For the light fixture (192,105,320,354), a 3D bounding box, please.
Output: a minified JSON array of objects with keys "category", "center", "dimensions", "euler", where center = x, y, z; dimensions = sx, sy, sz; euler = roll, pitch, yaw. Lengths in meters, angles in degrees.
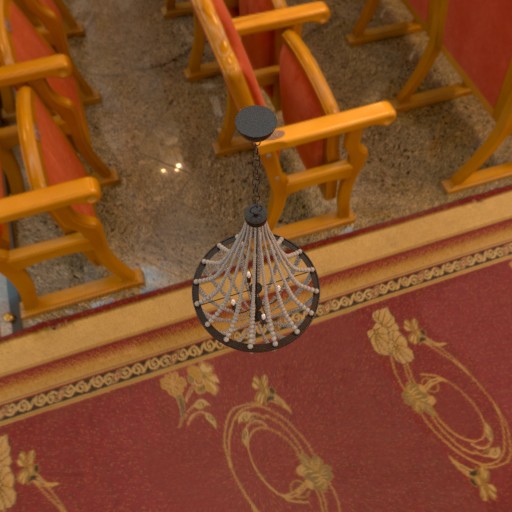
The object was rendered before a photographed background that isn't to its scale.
[{"category":"light fixture","center":[0.000,0.000,1.330],"dimensions":[0.450,1.133,0.450],"euler":[0,64,0]}]
